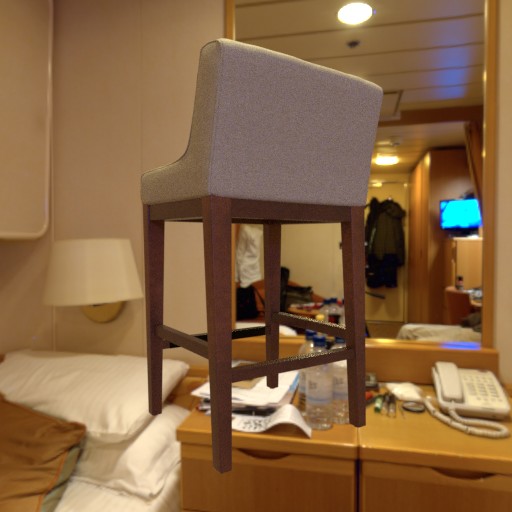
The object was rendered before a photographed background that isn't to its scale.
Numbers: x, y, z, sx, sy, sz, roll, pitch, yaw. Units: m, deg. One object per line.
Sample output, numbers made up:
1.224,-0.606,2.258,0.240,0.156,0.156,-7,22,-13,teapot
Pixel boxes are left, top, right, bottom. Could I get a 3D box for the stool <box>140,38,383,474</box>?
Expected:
0.000,0.000,1.244,0.511,0.937,0.500,-1,2,-34,stool
